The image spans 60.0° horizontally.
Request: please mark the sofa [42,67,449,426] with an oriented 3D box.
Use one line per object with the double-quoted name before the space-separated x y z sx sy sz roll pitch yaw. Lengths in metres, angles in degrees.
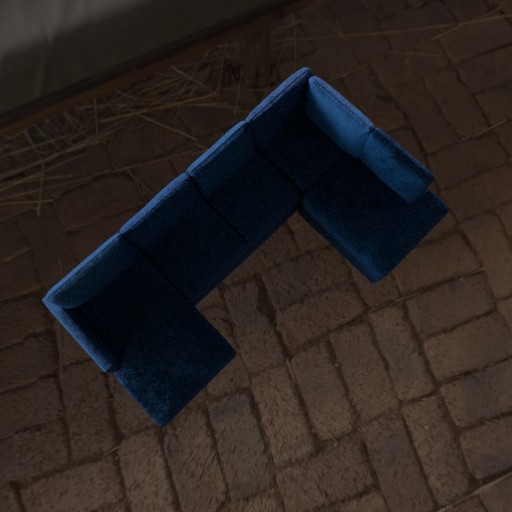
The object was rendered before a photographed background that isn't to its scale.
"sofa" 0.000 0.000 4.303 3.434 0.992 2.055 -44 80 -9
